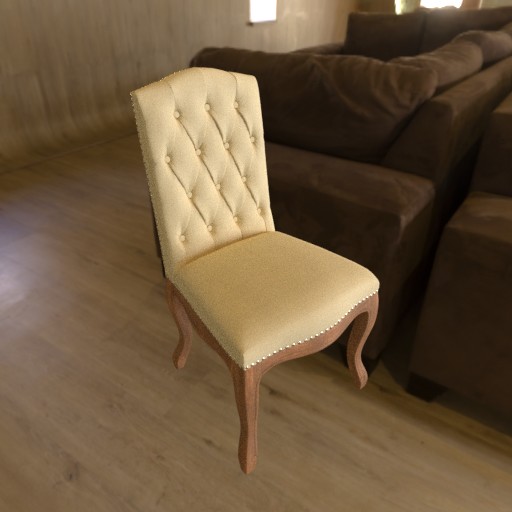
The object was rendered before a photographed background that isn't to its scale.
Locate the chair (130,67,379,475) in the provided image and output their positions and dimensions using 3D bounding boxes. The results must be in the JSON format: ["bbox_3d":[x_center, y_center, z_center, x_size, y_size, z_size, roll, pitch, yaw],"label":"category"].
[{"bbox_3d":[0.000,0.000,1.557,0.623,1.165,0.715,-23,38,-33],"label":"chair"}]
